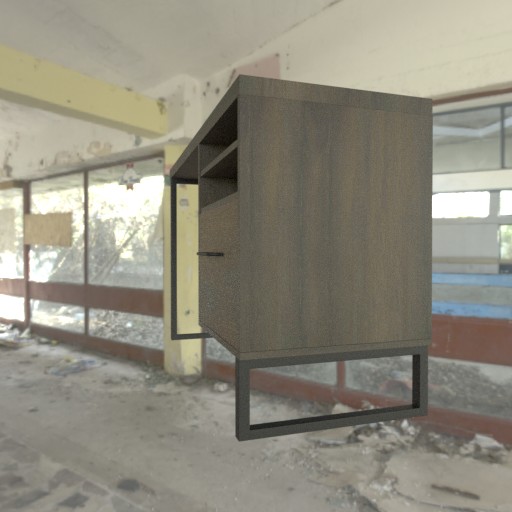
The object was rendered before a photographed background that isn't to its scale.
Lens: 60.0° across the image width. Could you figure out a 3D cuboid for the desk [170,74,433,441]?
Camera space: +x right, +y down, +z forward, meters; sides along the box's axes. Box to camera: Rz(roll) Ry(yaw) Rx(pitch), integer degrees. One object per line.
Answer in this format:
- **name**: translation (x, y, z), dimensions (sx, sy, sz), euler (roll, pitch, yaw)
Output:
- **desk**: translation (0.000, 0.000, 1.509), dimensions (0.511, 0.752, 1.134), euler (0, 1, -18)
